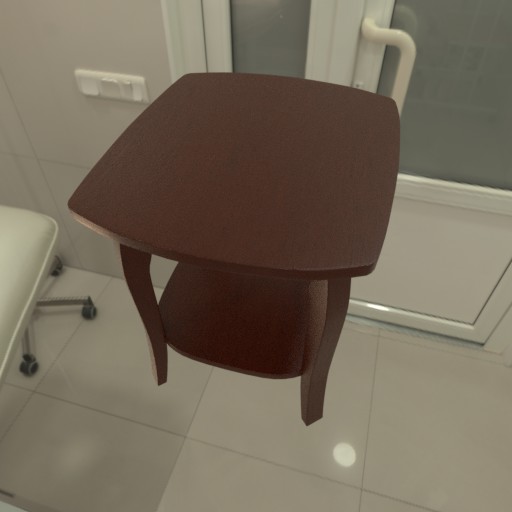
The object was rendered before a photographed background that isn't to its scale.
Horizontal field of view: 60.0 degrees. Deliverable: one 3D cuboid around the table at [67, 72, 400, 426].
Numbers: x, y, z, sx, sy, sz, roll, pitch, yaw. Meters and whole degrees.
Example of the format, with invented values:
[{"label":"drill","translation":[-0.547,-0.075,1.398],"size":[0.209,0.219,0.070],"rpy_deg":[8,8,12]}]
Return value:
[{"label":"table","translation":[0.000,0.000,0.864],"size":[0.433,0.496,0.502],"rpy_deg":[12,47,11]}]
